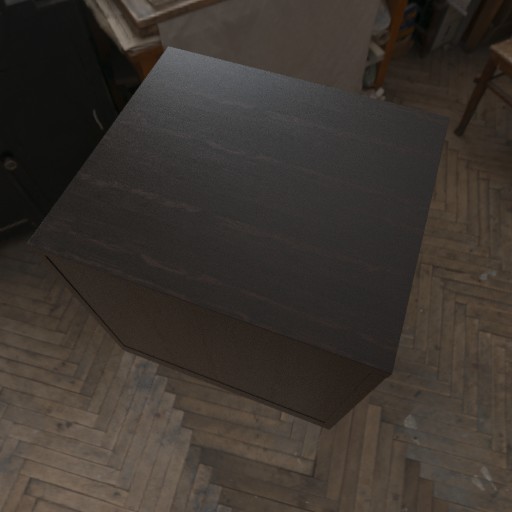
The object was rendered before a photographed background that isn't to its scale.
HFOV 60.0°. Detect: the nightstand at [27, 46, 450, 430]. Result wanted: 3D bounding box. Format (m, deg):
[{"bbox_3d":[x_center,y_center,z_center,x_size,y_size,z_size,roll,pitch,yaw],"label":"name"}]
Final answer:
[{"bbox_3d":[0.000,0.000,0.853,0.489,0.487,0.427,18,63,10],"label":"nightstand"}]
